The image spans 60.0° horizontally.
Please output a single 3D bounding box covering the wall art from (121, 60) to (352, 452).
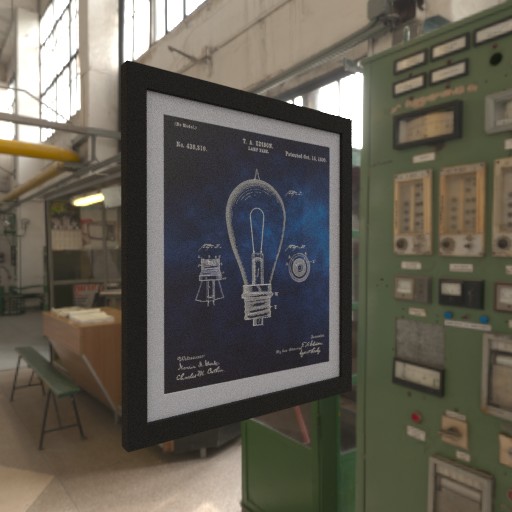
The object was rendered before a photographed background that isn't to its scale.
[{"bbox_3d":[0.000,0.000,0.705,0.428,0.505,0.023,0,1,-37],"label":"wall art"}]
